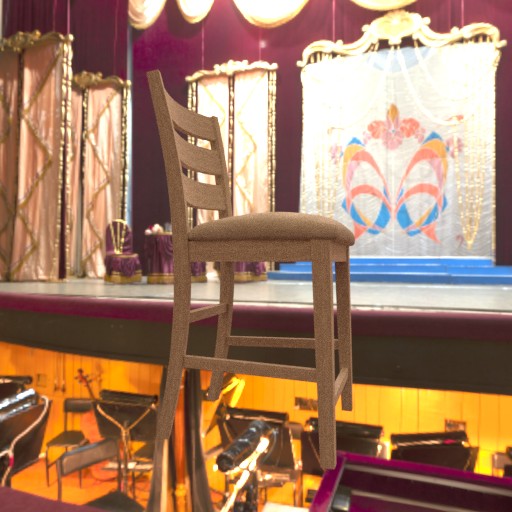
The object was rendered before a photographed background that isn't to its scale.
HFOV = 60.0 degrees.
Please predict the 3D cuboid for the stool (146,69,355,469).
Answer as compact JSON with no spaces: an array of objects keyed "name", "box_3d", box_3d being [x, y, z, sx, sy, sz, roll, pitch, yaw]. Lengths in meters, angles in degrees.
[{"name":"stool","box_3d":[0.000,0.000,1.369,0.569,1.032,0.484,0,-1,18]}]
